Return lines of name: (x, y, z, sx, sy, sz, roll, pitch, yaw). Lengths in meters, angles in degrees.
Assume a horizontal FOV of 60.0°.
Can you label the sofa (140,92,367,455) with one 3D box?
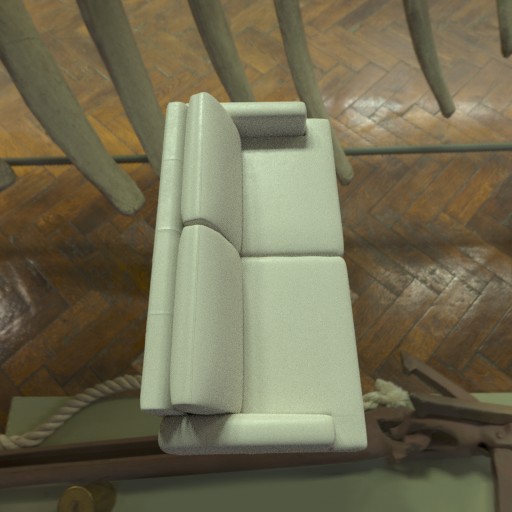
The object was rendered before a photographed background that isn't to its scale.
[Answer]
sofa: (0.000, 0.000, 2.376, 0.974, 0.765, 1.940, -1, 64, 0)
